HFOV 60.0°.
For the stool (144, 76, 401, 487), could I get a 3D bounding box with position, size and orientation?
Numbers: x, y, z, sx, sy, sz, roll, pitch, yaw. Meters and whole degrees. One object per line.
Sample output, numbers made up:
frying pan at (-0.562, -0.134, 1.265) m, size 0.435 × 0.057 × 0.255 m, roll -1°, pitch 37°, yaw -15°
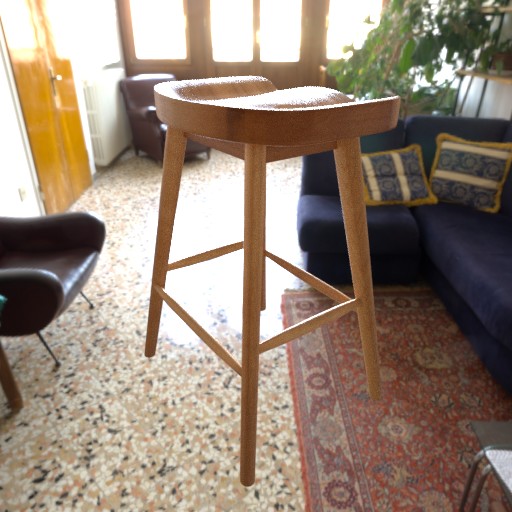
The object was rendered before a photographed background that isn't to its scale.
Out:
stool at (0.000, 0.000, 0.870) m, size 0.361 × 0.615 × 0.440 m, roll -18°, pitch 33°, yaw -31°
